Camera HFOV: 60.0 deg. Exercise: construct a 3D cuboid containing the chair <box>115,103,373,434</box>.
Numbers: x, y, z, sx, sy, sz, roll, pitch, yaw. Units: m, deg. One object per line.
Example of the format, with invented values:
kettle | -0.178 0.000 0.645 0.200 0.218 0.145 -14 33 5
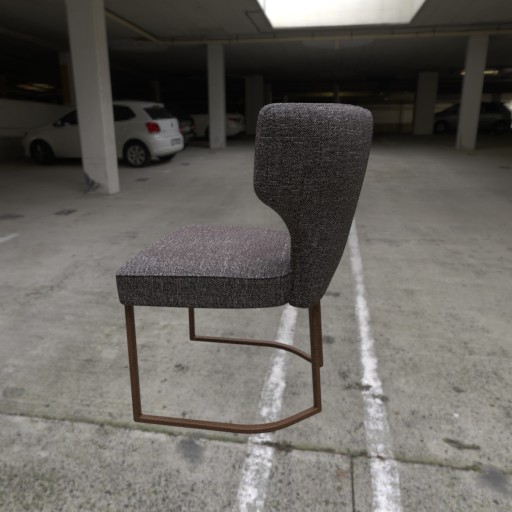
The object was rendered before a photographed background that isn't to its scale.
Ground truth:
chair | 0.000 0.000 1.293 0.617 0.824 0.611 2 16 9
